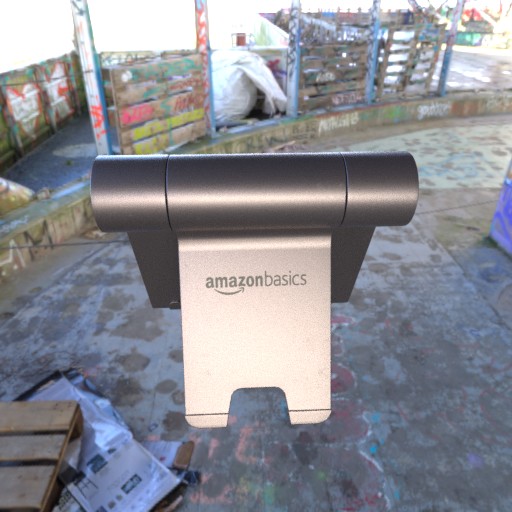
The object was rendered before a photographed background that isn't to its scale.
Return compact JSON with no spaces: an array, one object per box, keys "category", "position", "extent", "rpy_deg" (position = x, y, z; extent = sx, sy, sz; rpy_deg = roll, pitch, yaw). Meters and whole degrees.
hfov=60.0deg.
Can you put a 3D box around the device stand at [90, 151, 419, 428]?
[{"category":"device stand","position":[0.000,0.000,0.157],"extent":[0.088,0.084,0.079],"rpy_deg":[-1,30,-2]}]
